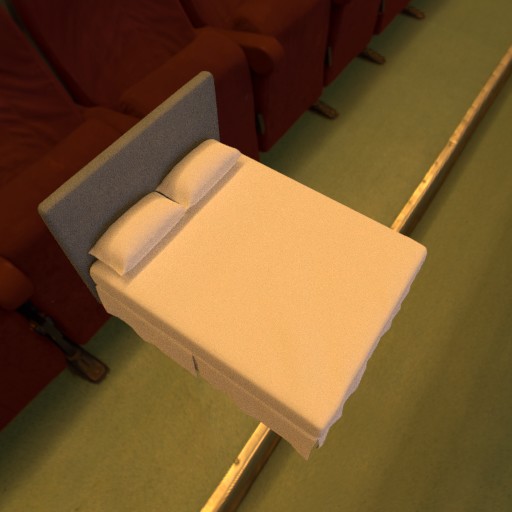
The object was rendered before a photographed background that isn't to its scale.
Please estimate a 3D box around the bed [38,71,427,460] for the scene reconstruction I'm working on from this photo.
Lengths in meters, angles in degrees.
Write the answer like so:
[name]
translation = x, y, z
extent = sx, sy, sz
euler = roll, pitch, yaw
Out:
[bed]
translation = 0.000, 0.000, 3.241
extent = 2.142, 1.330, 1.713
euler = 30, 62, 18
